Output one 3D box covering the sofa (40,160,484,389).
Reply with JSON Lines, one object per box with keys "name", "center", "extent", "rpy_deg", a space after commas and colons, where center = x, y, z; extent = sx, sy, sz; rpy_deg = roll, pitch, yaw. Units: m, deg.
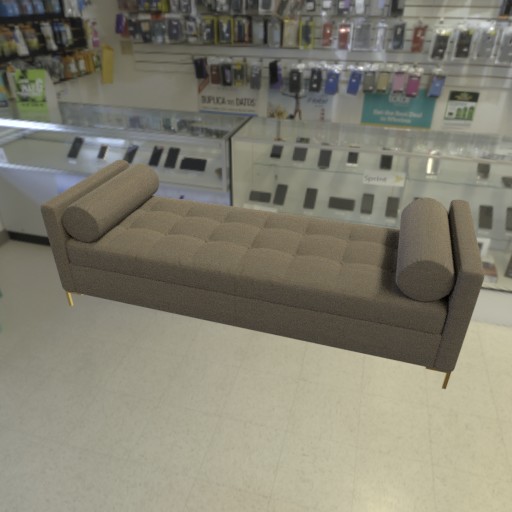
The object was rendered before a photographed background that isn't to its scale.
{"name": "sofa", "center": [0.000, 0.000, 2.307], "extent": [1.981, 0.635, 0.686], "rpy_deg": [9, 33, 15]}
